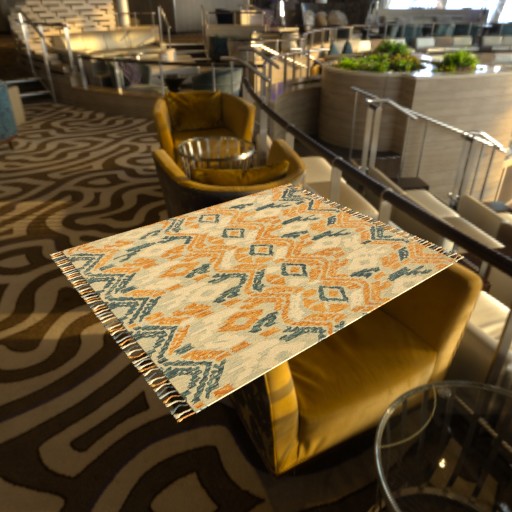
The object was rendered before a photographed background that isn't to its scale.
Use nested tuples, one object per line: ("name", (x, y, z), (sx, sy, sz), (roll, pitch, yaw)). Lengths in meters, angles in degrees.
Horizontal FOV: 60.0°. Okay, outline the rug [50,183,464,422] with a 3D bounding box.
("rug", (0.000, 0.000, 4.158), (3.048, 0.010, 2.439), (-21, 36, -32))
